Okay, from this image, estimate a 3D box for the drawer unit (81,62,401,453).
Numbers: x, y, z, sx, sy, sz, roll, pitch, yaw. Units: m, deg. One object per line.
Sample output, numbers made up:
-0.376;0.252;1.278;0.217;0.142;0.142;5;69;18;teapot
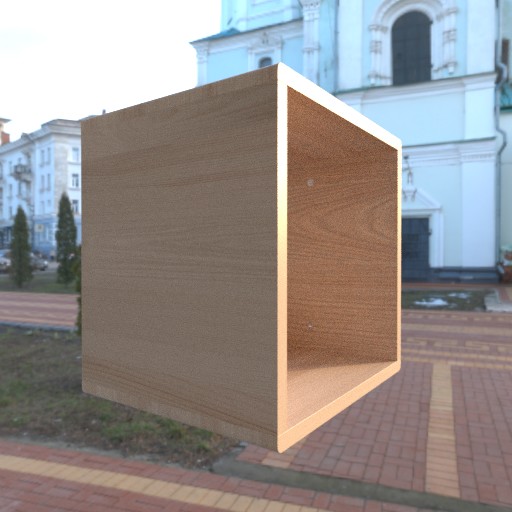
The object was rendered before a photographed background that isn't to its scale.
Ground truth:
0.000;0.000;0.609;0.290;0.344;0.344;0;1;35;drawer unit
